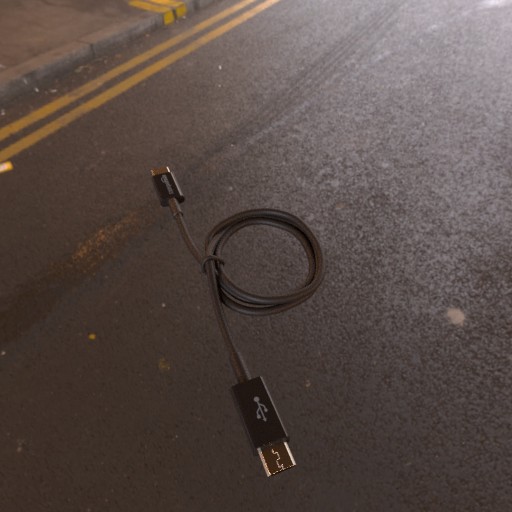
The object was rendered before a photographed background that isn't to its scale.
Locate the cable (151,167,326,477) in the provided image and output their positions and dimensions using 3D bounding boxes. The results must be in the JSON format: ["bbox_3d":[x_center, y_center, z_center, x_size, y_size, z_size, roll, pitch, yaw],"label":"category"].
[{"bbox_3d":[0.000,0.000,0.217,0.070,0.014,0.192,-15,47,-15],"label":"cable"}]
